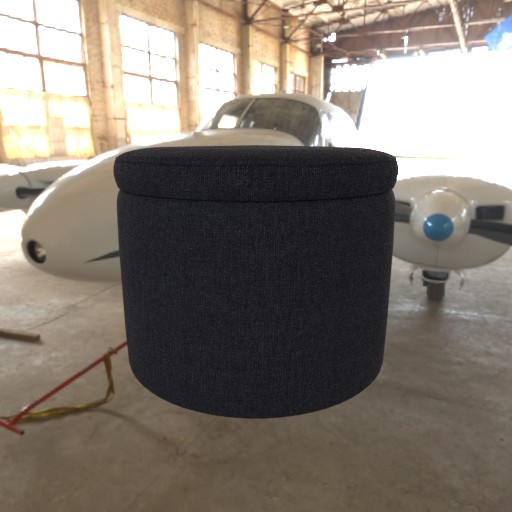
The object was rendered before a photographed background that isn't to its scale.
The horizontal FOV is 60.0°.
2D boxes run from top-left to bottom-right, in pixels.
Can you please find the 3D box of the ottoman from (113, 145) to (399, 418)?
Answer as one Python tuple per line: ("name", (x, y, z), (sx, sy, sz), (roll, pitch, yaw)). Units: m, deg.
("ottoman", (0.000, 0.000, 0.885), (0.520, 0.430, 0.520), (0, 15, 0))
